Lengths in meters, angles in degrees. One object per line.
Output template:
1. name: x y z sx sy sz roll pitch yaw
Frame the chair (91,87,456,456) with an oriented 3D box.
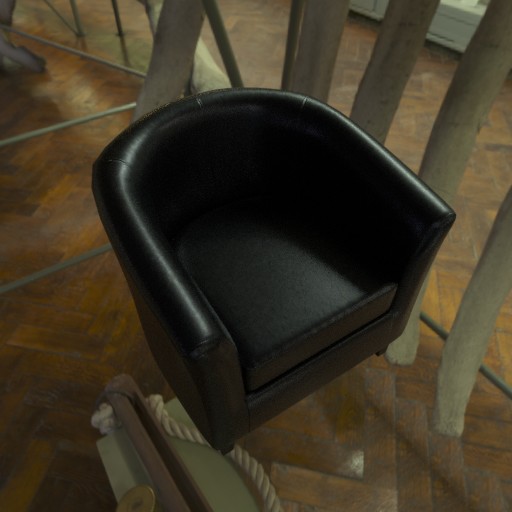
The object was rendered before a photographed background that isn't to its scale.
1. chair: 0.000 0.000 1.354 0.793 0.756 0.727 -25 51 -22
